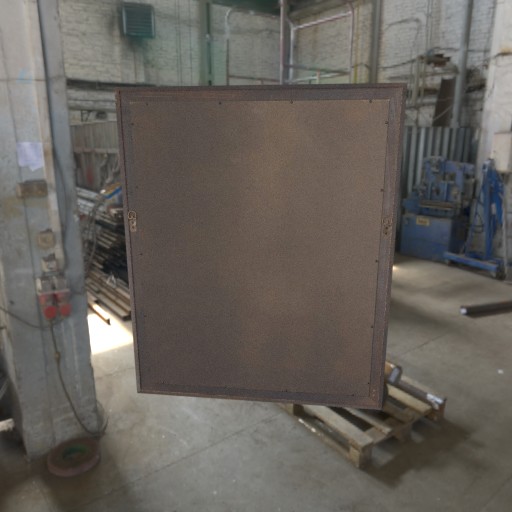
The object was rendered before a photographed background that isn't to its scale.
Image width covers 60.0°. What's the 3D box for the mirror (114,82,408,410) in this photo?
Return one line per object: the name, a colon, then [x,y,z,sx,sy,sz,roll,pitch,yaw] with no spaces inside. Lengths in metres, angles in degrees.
mirror: [0.000,0.000,1.221,0.730,0.882,0.032,2,14,7]
